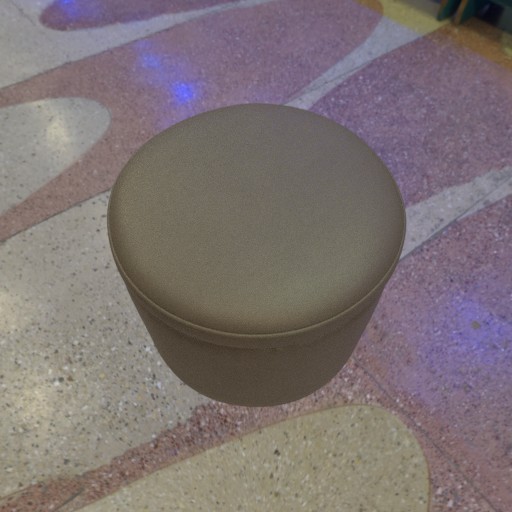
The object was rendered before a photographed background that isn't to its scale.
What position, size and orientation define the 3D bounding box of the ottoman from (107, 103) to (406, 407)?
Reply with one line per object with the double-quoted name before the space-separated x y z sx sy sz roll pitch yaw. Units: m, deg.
"ottoman" 0.000 0.000 0.883 0.500 0.409 0.500 0 56 0
